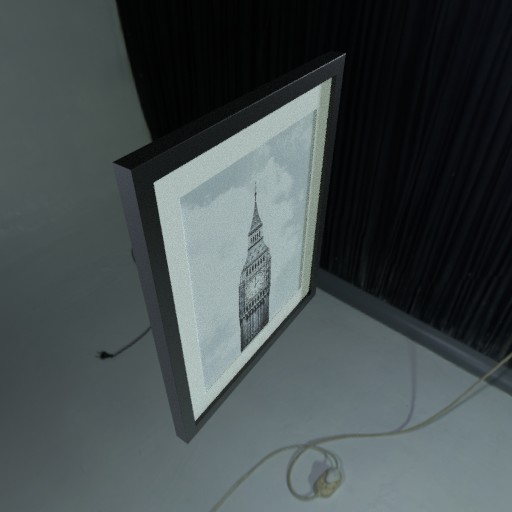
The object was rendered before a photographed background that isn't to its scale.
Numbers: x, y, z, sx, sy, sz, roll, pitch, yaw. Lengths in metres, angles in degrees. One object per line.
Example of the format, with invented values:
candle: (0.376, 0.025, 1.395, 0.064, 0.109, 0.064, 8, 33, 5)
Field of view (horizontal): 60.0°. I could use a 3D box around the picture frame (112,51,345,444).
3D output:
picture frame: (0.000, 0.000, 0.763, 0.028, 0.556, 0.460, 25, 47, 26)
